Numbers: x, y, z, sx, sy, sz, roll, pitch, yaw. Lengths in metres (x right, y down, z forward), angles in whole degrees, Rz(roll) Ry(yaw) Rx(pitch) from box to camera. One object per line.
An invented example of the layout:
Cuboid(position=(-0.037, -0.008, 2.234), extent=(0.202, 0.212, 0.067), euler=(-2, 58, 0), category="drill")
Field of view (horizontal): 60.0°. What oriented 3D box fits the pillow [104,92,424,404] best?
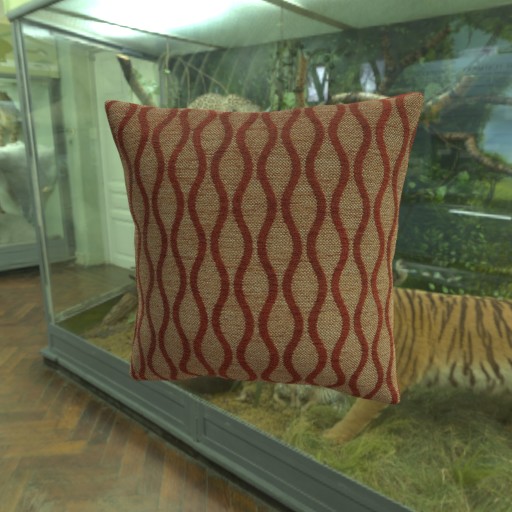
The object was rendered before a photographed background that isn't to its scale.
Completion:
Cuboid(position=(0.000, 0.000, 0.629), extent=(0.429, 0.434, 0.159), euler=(2, 14, 8), category="pillow")
